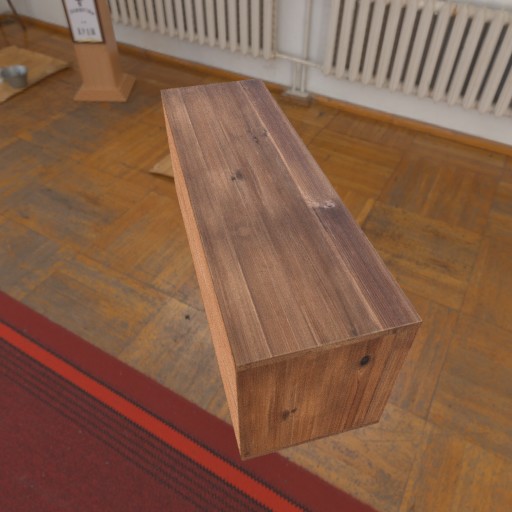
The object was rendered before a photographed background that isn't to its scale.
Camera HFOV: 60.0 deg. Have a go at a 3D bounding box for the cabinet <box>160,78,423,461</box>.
[{"bbox_3d":[0.000,0.000,1.756,0.472,0.800,1.400,-11,46,-11],"label":"cabinet"}]
